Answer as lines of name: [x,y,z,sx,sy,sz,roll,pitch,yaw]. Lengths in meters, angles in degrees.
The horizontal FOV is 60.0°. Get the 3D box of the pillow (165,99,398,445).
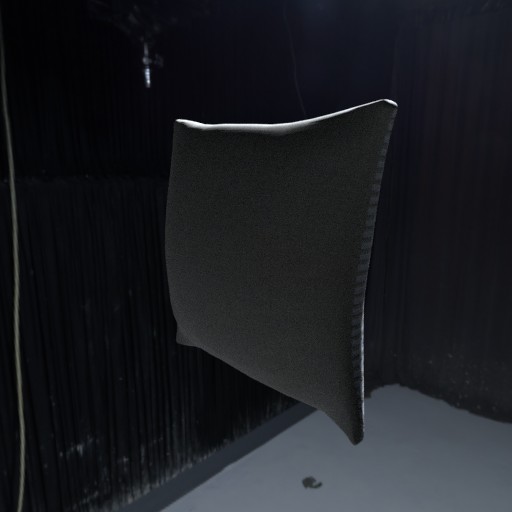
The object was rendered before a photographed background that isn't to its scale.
pillow: [0.000,0.000,0.790,0.219,0.491,0.496,-12,18,-41]
